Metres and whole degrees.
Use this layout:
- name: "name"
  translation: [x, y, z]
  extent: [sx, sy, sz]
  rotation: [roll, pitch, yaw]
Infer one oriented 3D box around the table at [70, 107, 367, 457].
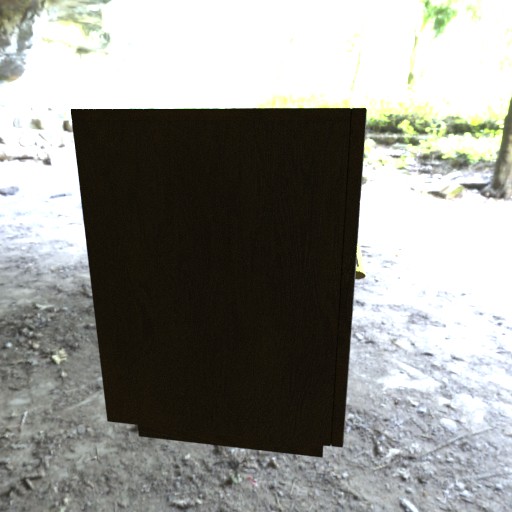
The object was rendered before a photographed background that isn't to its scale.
- name: "table"
  translation: [0.000, 0.000, 0.938]
  extent: [0.439, 0.585, 0.560]
  rotation: [3, 18, 9]
